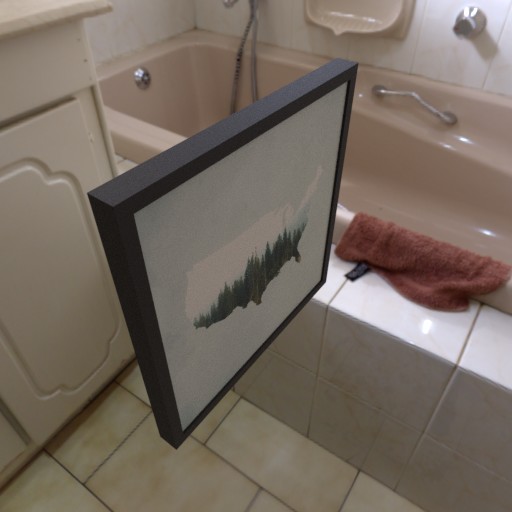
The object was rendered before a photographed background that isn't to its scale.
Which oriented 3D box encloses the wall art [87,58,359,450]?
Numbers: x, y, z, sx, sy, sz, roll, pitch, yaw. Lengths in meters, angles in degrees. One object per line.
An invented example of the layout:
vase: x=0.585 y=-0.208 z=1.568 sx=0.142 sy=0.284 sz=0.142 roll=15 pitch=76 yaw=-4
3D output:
wall art: x=0.000 y=0.000 z=0.753 sx=0.040 sy=0.509 sz=0.509 roll=26 pitch=48 yaw=27
